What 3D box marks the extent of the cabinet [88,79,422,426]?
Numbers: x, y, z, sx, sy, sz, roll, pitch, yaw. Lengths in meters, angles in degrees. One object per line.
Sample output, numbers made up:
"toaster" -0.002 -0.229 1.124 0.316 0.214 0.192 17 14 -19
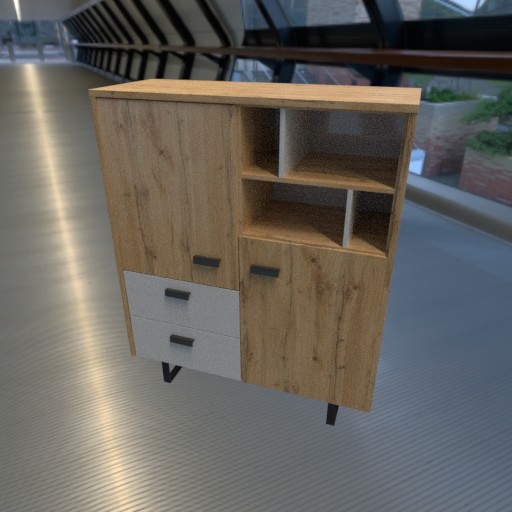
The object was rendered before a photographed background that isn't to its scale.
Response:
"cabinet" 0.000 0.000 1.971 1.168 1.397 0.473 9 28 17
